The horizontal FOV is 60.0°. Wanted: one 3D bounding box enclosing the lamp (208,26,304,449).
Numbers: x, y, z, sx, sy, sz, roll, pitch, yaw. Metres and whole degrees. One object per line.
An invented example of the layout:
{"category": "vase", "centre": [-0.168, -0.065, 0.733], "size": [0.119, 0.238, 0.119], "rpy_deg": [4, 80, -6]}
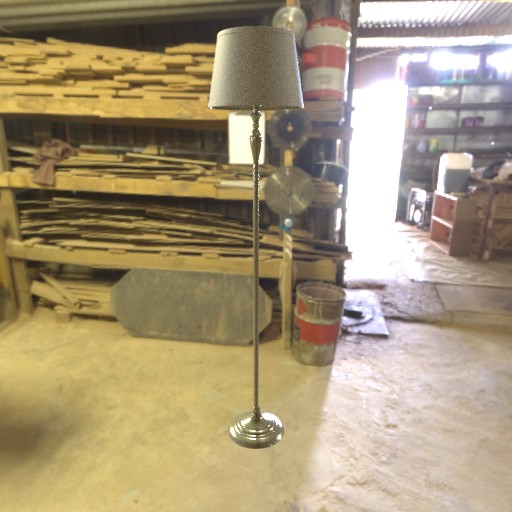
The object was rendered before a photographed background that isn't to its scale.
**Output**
{"category": "lamp", "centre": [0.000, 0.000, 1.657], "size": [0.327, 1.506, 0.327], "rpy_deg": [3, 15, 11]}
